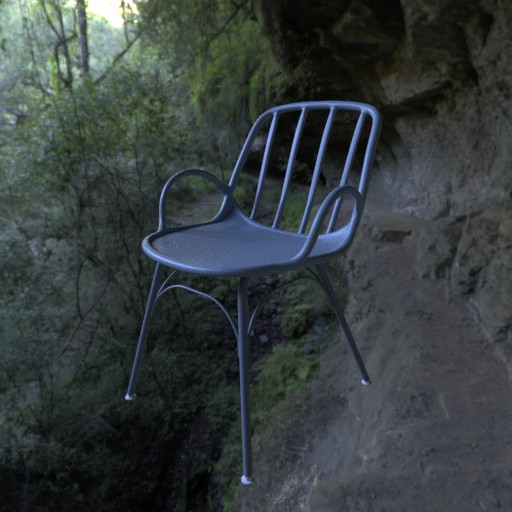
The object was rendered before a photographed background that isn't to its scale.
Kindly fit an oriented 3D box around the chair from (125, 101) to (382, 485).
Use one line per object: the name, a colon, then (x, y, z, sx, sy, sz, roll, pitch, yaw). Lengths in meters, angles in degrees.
chair: (0.000, 0.000, 1.212, 0.549, 0.816, 0.597, 15, 22, 39)
